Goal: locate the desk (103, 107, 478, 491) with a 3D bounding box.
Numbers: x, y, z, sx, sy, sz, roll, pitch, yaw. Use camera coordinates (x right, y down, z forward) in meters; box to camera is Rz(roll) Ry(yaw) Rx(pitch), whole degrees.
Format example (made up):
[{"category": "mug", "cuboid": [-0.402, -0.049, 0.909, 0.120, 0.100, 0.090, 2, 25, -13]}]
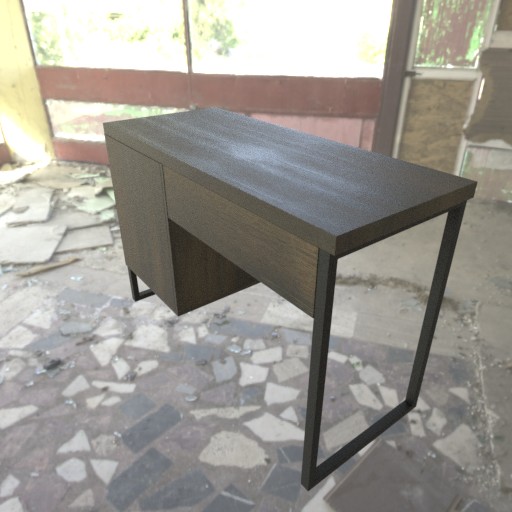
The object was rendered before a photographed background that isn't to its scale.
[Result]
[{"category": "desk", "cuboid": [0.000, 0.000, 1.497, 0.511, 0.752, 1.134, -20, 35, -32]}]
